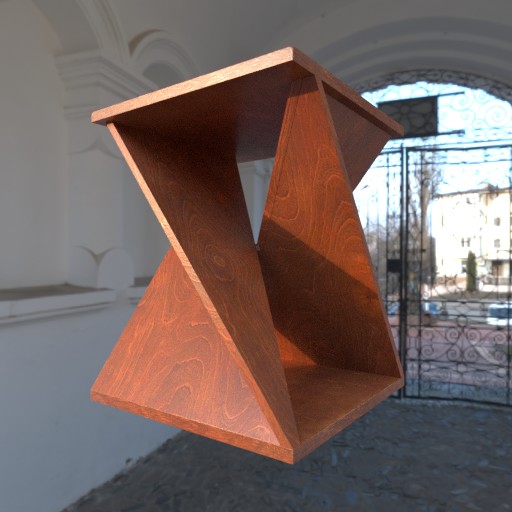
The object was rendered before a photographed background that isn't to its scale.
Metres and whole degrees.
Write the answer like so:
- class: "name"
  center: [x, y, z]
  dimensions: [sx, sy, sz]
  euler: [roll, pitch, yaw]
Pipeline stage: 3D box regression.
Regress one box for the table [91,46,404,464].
- class: "table"
  center: [0.000, 0.000, 0.847]
  dimensions: [0.427, 0.520, 0.427]
  euler: [0, 0, 36]
